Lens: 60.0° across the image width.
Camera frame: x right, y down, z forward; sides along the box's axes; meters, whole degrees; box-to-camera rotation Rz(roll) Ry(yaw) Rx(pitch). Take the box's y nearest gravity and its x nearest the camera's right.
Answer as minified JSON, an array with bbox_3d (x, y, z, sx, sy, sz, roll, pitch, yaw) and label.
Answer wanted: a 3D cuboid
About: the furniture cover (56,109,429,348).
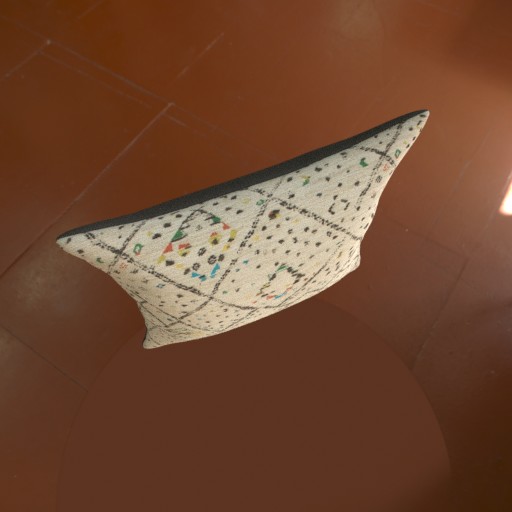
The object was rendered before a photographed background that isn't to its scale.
[{"bbox_3d":[0.000,0.000,0.787,0.525,0.498,0.180,-21,66,-10],"label":"furniture cover"}]
